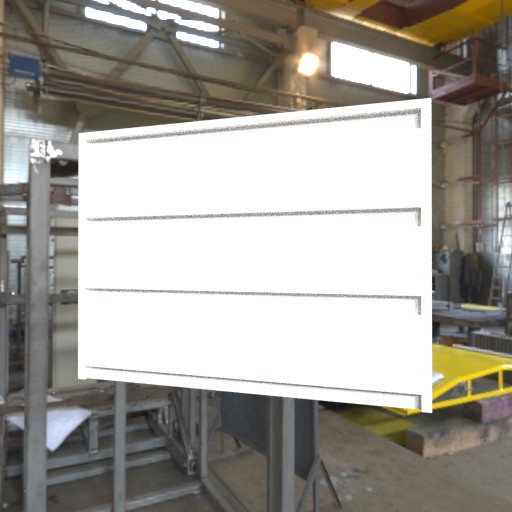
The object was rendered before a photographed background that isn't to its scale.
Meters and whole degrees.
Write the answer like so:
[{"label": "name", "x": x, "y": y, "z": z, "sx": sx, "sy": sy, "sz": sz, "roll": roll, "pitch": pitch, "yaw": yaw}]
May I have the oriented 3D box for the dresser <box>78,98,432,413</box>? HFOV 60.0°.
[{"label": "dresser", "x": 0.000, "y": 0.000, "z": 1.536, "sx": 1.100, "sy": 0.820, "sz": 0.460, "roll": 0, "pitch": 0, "yaw": 17}]
